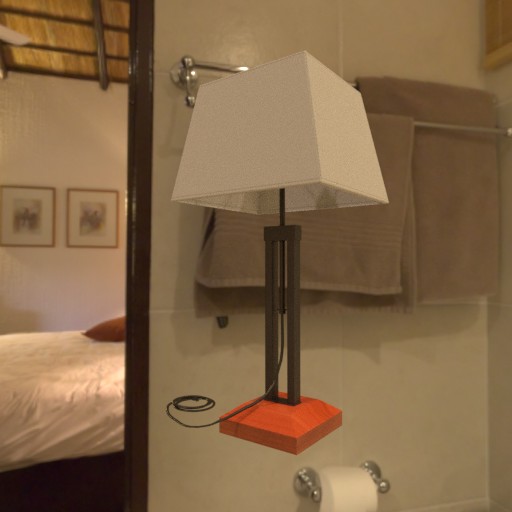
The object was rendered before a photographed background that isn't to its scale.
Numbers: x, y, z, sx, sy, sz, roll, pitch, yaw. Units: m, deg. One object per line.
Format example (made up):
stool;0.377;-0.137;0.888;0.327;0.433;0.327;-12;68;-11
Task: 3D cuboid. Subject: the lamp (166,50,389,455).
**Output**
lamp;0.000;0.000;0.991;0.498;0.737;0.310;-1;-2;37
